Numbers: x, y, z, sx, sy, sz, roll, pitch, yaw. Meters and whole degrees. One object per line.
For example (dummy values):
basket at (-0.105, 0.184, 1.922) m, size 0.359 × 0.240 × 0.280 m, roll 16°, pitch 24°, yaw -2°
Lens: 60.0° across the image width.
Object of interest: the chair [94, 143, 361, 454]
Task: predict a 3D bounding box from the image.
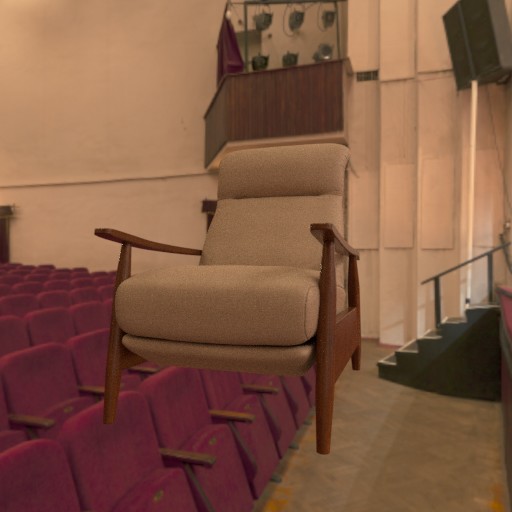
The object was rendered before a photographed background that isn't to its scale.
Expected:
chair at (0.000, 0.000, 1.782) m, size 0.762 × 1.082 × 1.030 m, roll 0°, pitch 0°, yaw 18°
